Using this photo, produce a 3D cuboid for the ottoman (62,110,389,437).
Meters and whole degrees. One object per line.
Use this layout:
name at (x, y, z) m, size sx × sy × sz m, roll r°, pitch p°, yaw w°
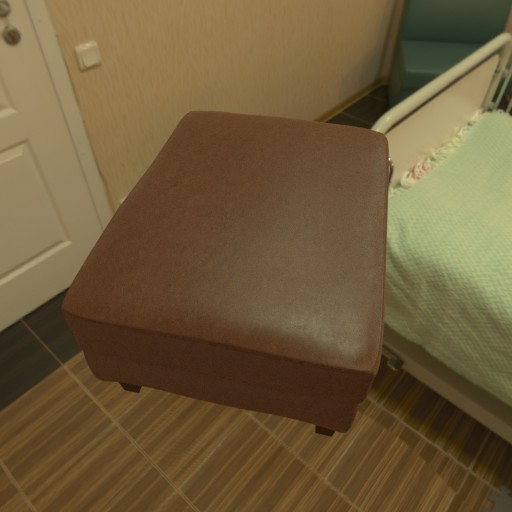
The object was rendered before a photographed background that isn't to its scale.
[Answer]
ottoman at (0.000, 0.000, 1.245) m, size 0.650 × 0.485 × 0.851 m, roll 9°, pitch 47°, yaw 9°
